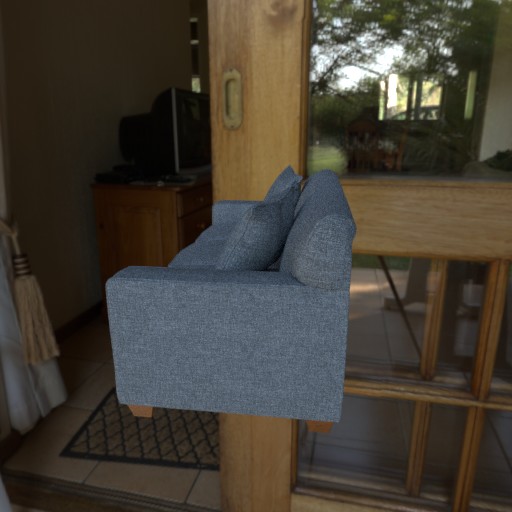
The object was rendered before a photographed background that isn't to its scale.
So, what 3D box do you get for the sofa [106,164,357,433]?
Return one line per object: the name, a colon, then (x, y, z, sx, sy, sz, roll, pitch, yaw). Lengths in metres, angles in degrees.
sofa: (0.000, 0.000, 2.667, 0.997, 0.958, 2.024, 2, 16, 8)
